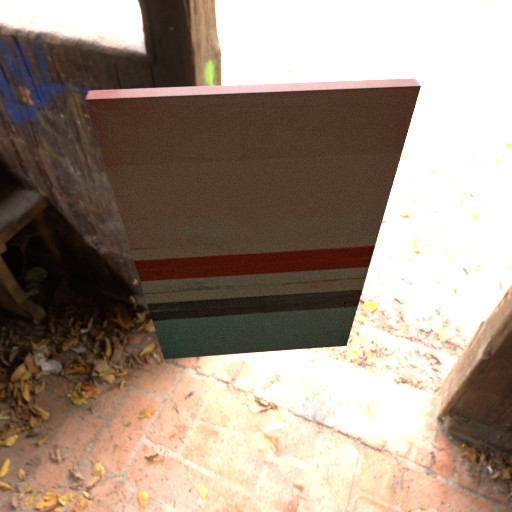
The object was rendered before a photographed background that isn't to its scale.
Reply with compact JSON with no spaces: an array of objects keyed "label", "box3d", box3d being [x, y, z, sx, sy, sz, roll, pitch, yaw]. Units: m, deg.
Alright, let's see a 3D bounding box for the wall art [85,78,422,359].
[{"label":"wall art","box3d":[0.000,0.000,1.150,0.610,0.914,0.038,-4,48,-3]}]
